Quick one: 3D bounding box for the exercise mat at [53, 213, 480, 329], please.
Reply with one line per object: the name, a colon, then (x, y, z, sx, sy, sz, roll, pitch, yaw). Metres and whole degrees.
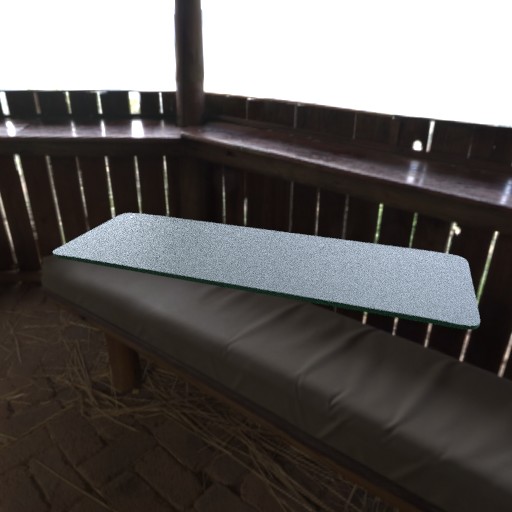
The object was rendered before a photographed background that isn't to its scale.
exercise mat: (0.000, 0.000, 2.072, 1.869, 0.021, 0.616, 9, 27, 17)
